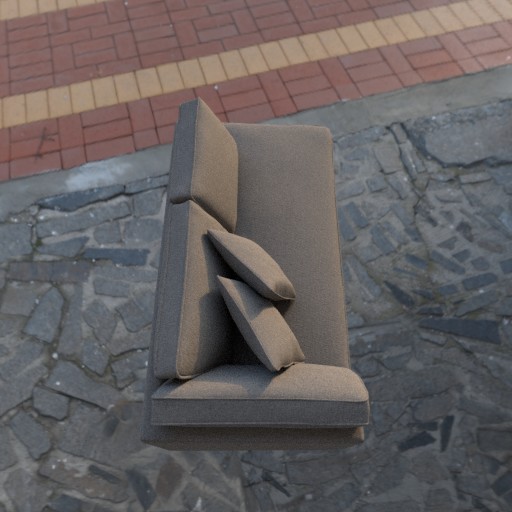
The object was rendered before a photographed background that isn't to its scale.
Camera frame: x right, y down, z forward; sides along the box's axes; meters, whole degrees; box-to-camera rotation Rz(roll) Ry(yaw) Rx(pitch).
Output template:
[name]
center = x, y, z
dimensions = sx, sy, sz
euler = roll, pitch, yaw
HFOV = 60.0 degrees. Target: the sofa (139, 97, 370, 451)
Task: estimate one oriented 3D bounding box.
[sofa]
center = 0.000, 0.000, 2.819
dimensions = 1.110, 1.033, 2.237
euler = 0, 64, 0
